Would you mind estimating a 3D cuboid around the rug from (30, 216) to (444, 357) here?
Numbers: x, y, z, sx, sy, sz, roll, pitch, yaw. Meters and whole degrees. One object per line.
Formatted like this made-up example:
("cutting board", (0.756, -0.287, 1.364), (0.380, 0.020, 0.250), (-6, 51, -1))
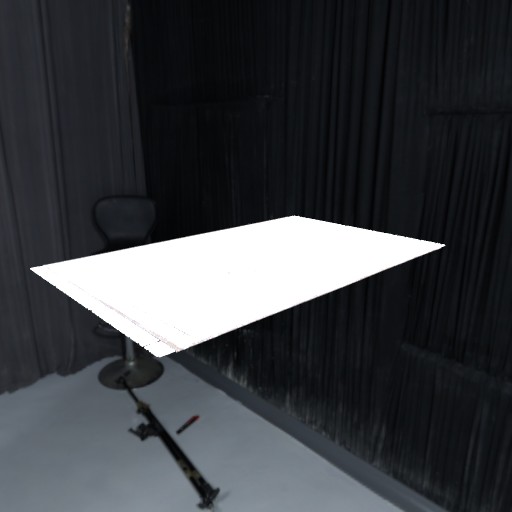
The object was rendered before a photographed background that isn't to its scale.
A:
("rug", (0.000, 0.000, 3.028), (2.440, 0.010, 1.528), (-15, 22, -41))
